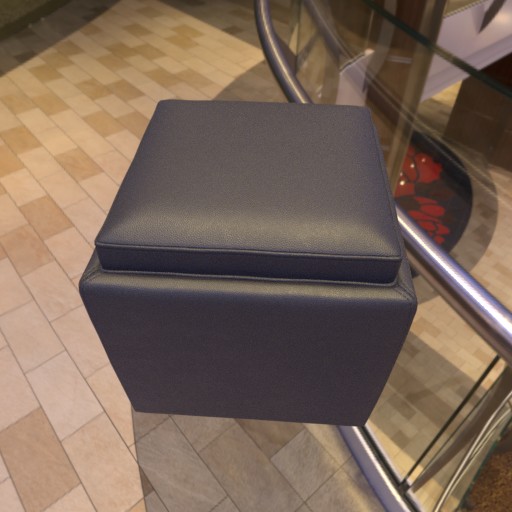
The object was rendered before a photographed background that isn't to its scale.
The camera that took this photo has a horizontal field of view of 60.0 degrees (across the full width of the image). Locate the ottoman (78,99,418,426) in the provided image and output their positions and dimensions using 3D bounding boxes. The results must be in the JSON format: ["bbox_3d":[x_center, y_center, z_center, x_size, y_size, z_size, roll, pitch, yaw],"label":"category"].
[{"bbox_3d":[0.000,0.000,0.817,0.451,0.460,0.450,3,46,3],"label":"ottoman"}]
